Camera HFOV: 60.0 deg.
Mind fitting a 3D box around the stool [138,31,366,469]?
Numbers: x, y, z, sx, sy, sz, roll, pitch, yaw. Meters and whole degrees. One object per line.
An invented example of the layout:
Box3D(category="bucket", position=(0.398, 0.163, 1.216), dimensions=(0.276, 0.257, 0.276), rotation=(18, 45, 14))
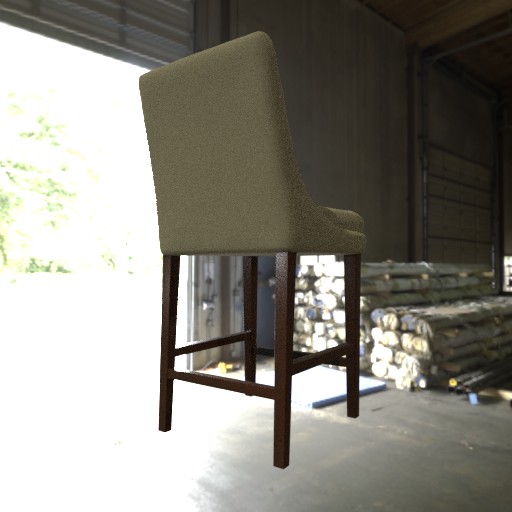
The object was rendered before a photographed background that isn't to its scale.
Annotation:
Box3D(category="stool", position=(0.000, 0.000, 1.285), dimensions=(0.470, 0.981, 0.577), rotation=(-1, -2, 35))
